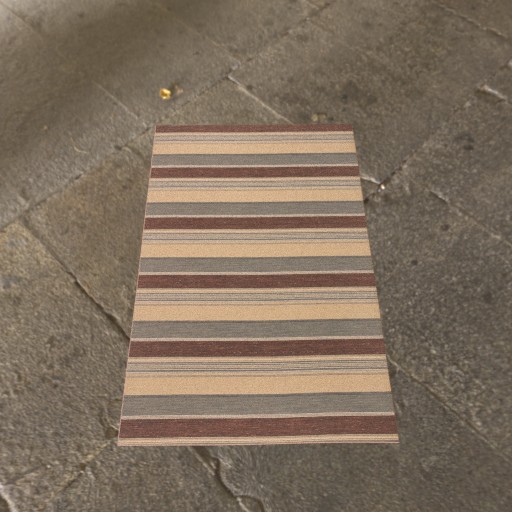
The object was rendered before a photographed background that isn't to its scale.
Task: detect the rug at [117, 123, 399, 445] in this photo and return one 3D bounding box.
[{"bbox_3d":[0.000,0.000,2.330,1.219,0.008,1.829,-1,63,0],"label":"rug"}]
